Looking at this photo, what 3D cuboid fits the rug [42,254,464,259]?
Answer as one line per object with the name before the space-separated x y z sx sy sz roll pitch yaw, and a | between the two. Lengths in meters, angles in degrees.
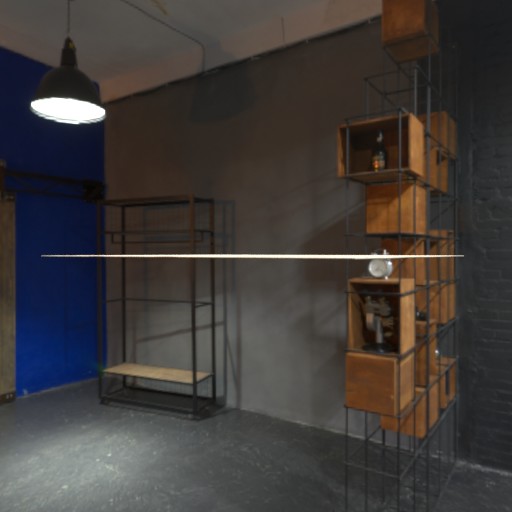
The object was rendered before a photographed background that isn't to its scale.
rug | 0.000 0.000 4.091 3.048 0.012 2.444 0 1 37
